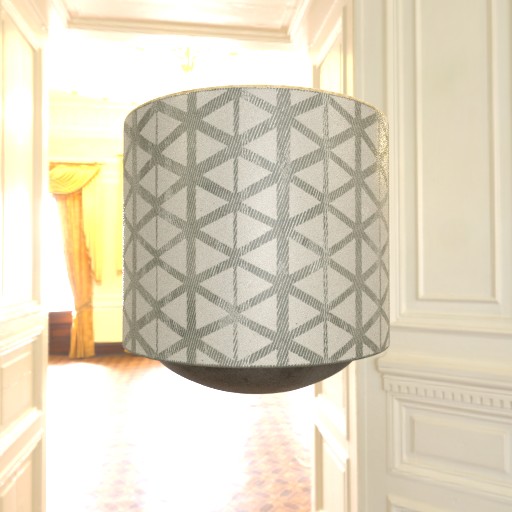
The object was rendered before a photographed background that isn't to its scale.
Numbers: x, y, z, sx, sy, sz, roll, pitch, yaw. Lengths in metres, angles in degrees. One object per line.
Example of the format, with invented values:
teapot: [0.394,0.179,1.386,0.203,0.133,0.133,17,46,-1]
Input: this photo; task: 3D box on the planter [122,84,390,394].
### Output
planter: [0.000,0.000,0.434,0.250,0.239,0.250,0,-1,0]
